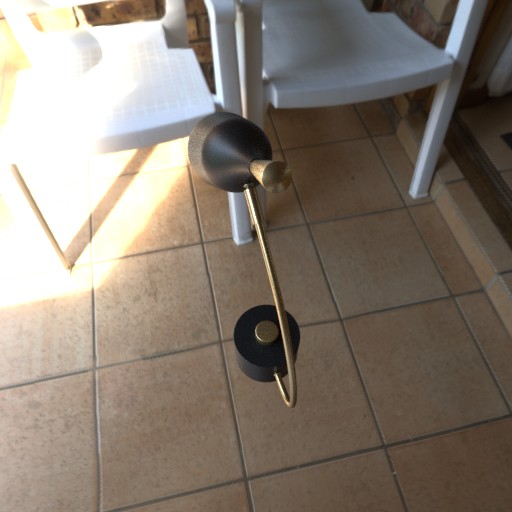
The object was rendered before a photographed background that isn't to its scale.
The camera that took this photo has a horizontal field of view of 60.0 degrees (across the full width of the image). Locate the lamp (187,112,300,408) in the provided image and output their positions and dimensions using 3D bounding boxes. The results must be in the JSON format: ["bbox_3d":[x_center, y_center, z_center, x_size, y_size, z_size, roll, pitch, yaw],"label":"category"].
[{"bbox_3d":[0.000,0.000,0.611,0.110,0.464,0.352,-16,59,-10],"label":"lamp"}]
